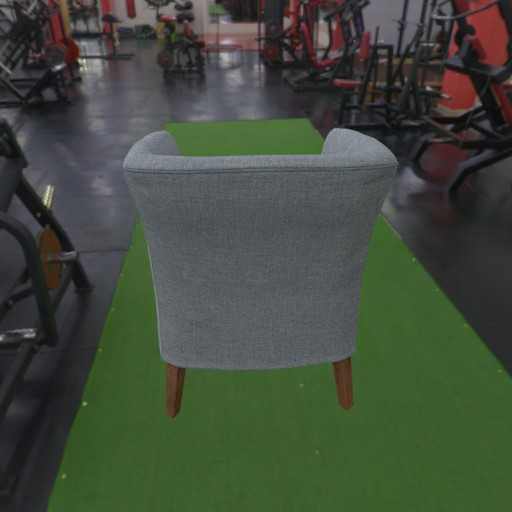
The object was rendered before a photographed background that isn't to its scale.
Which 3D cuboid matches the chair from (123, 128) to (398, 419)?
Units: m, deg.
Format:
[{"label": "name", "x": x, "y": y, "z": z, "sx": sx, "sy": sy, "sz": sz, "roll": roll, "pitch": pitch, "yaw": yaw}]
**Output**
[{"label": "chair", "x": 0.000, "y": 0.000, "z": 1.263, "sx": 0.600, "sy": 0.771, "sz": 0.668, "roll": -2, "pitch": 31, "yaw": -3}]
